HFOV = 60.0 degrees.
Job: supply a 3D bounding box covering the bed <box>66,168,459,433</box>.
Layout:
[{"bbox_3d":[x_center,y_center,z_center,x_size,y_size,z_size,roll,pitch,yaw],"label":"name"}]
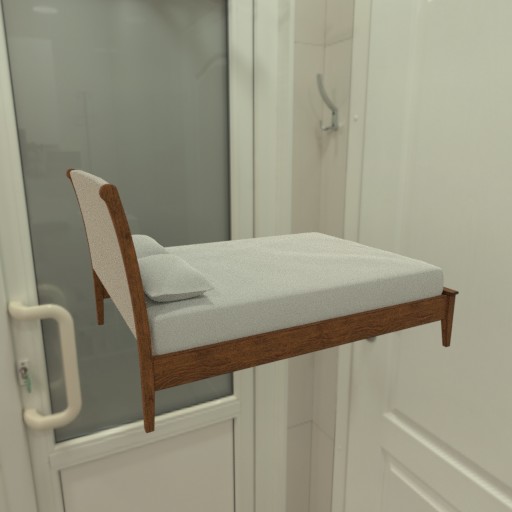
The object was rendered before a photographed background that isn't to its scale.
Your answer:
[{"bbox_3d":[0.000,0.000,2.933,2.108,1.135,1.502,-7,15,-26],"label":"bed"}]
